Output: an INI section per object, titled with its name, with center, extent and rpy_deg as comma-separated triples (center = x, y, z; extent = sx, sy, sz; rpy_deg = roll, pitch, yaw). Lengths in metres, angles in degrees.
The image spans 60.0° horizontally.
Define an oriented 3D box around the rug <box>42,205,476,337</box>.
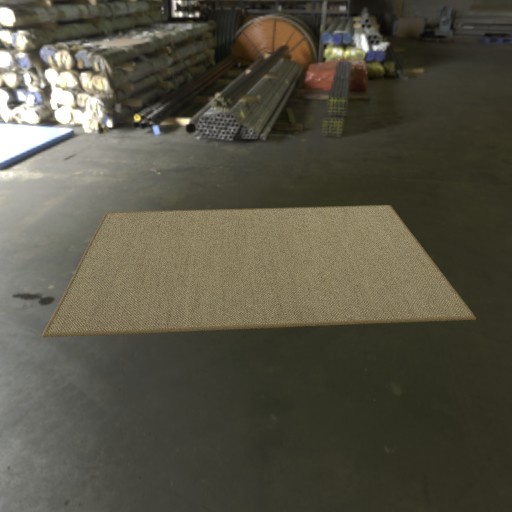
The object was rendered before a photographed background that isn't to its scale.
[rug]
center = 0.000, 0.000, 2.140
extent = 1.667, 0.013, 1.062
rpy_deg = -2, 31, -3
